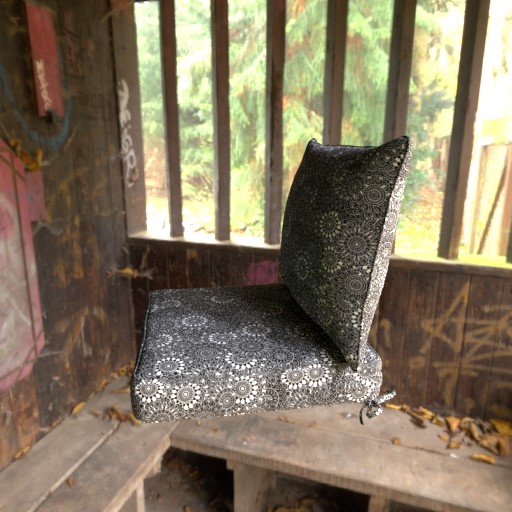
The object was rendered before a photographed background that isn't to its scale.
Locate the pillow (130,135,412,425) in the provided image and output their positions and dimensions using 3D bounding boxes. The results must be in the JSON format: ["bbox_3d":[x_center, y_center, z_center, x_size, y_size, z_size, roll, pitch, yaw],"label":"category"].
[{"bbox_3d":[0.000,0.000,1.383,0.740,0.722,0.798,-3,15,-9],"label":"pillow"}]
